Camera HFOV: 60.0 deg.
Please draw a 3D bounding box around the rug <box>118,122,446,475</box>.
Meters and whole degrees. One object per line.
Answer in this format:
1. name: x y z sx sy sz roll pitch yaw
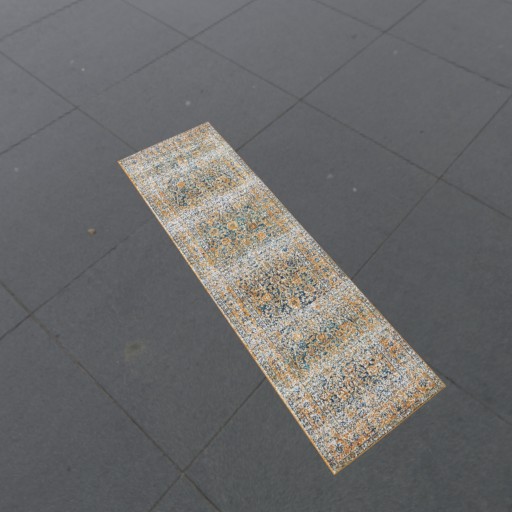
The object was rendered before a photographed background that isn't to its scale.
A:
1. rug: 0.000 0.000 2.571 0.704 0.014 2.294 -30 62 -17
